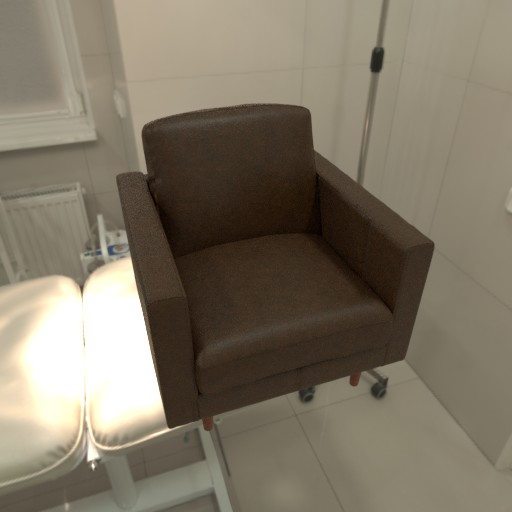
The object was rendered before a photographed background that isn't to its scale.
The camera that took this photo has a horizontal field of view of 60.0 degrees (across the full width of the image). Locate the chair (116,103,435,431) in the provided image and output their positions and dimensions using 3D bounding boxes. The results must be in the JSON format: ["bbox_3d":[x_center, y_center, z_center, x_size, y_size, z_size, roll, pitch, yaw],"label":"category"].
[{"bbox_3d":[0.000,0.000,1.681,0.890,0.956,0.909,-11,36,-16],"label":"chair"}]
